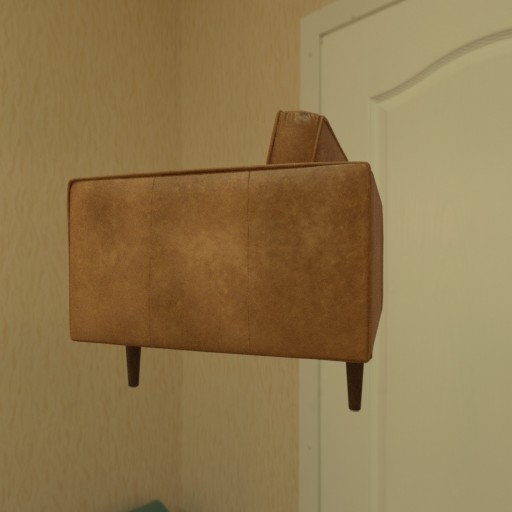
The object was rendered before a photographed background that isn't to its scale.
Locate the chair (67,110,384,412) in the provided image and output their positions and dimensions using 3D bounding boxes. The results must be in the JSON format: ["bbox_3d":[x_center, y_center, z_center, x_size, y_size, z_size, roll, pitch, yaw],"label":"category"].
[{"bbox_3d":[0.000,0.000,1.478,0.798,0.767,0.928,0,1,18],"label":"chair"}]
